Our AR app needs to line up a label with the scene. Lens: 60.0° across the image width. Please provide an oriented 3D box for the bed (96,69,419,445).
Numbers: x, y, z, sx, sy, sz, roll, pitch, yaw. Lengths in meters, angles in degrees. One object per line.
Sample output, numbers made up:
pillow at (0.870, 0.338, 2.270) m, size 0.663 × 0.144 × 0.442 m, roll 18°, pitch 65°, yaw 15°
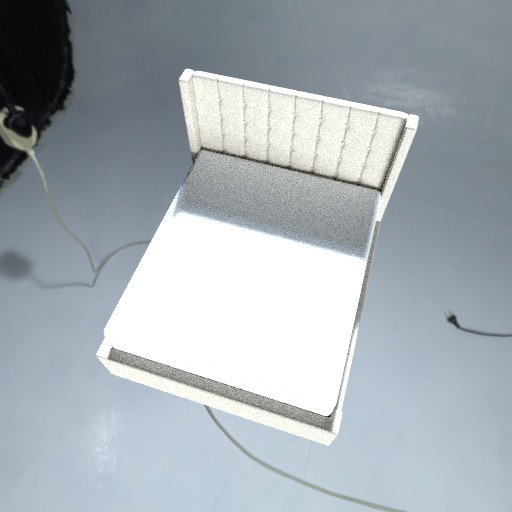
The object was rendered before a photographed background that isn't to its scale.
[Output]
bed at (0.000, 0.000, 3.889) m, size 2.045 × 1.743 × 2.370 m, roll 15°, pitch 59°, yaw 9°
